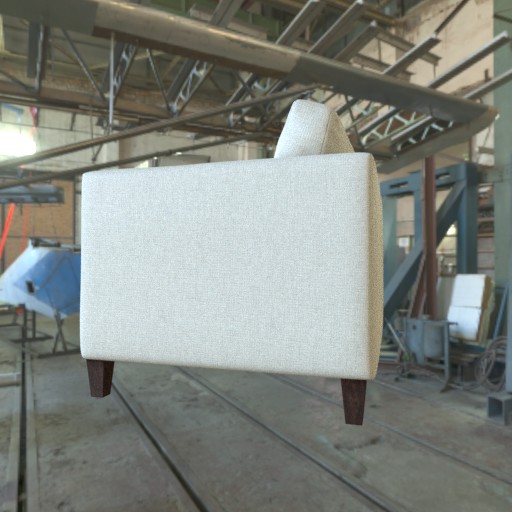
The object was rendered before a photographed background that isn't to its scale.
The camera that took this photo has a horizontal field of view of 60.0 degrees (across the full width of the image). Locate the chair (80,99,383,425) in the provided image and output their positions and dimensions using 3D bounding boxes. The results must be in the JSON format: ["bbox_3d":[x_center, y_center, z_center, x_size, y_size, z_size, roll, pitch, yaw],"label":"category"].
[{"bbox_3d":[0.000,0.000,1.753,0.959,0.919,0.996,0,-1,17],"label":"chair"}]
